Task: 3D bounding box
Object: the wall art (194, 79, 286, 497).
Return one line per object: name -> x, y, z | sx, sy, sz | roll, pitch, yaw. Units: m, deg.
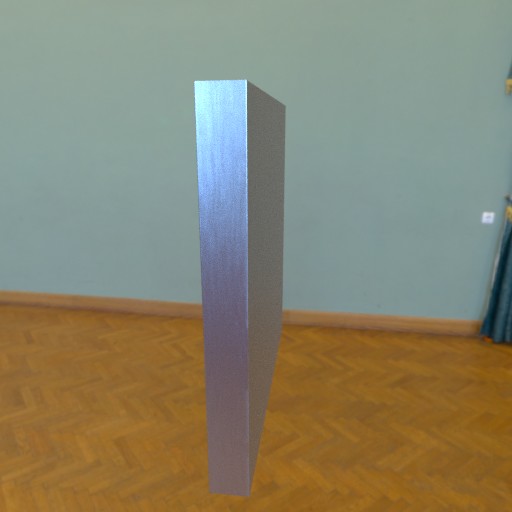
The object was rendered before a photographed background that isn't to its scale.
wall art -> 0.000, 0.000, 0.519 | 0.038, 0.350, 0.350 | 2, 16, 8
